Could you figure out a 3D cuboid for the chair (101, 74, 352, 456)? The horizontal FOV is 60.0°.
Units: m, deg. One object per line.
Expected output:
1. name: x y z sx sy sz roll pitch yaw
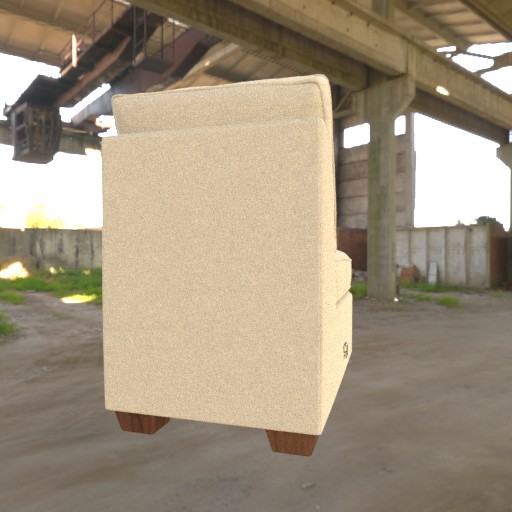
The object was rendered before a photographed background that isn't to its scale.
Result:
1. chair: 0.000 0.000 1.560 0.621 0.970 0.938 0 1 17
